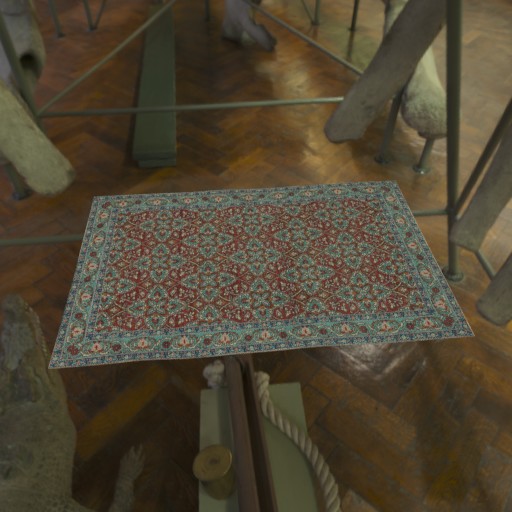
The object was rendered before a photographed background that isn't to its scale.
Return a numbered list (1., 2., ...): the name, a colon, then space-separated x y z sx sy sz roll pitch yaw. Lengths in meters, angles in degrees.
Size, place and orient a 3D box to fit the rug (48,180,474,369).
1. rug: 0.000 0.000 3.051 2.439 0.011 1.533 -4 46 -3
